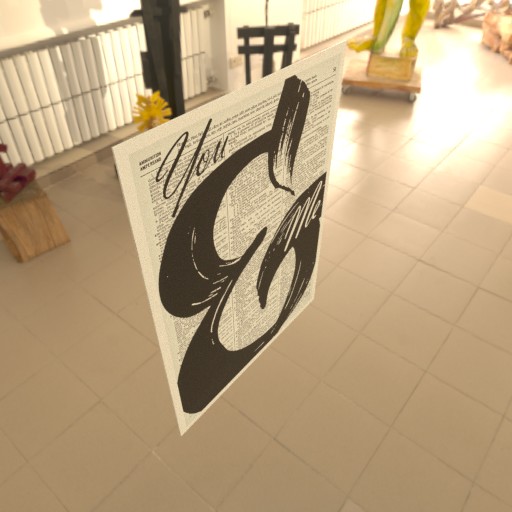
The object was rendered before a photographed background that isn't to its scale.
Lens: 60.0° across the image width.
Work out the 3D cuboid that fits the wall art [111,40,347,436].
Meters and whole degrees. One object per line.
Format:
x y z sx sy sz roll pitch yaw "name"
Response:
0.000 0.000 0.780 0.003 0.609 0.457 28 49 28 "wall art"
